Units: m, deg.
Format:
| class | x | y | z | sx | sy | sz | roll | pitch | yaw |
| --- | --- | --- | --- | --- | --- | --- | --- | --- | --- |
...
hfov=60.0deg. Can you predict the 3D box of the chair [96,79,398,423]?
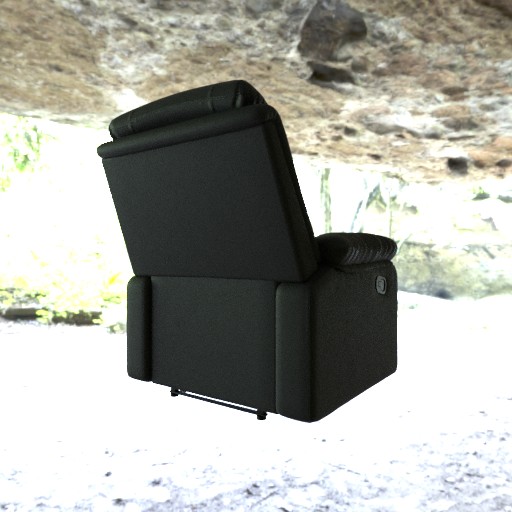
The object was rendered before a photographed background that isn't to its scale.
| class | x | y | z | sx | sy | sz | roll | pitch | yaw |
| --- | --- | --- | --- | --- | --- | --- | --- | --- | --- |
| chair | 0.000 | 0.000 | 1.654 | 0.855 | 0.992 | 0.919 | 0 | 0 | 36 |
